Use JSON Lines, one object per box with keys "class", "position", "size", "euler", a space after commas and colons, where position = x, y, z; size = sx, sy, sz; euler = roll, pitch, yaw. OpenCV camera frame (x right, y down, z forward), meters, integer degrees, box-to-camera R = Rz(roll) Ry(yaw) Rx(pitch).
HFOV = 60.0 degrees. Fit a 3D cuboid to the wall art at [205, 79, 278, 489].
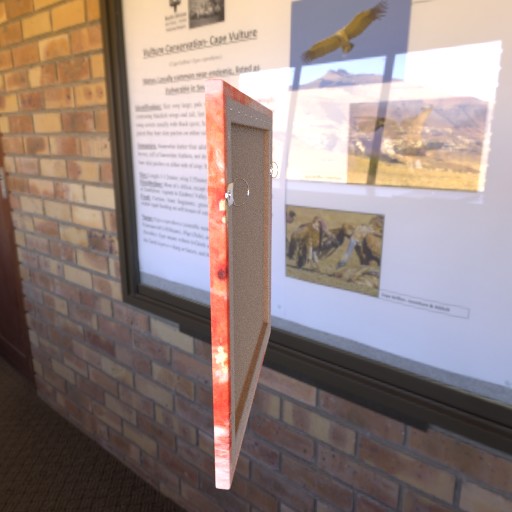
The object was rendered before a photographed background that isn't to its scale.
{"class": "wall art", "position": [0.000, 0.000, 1.320], "size": [0.066, 0.878, 0.878], "euler": [2, 15, 8]}
